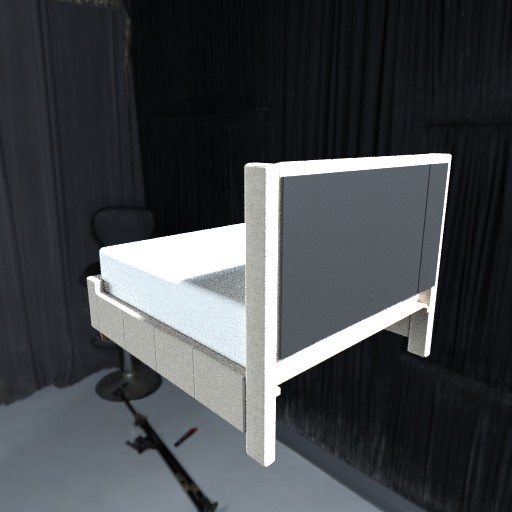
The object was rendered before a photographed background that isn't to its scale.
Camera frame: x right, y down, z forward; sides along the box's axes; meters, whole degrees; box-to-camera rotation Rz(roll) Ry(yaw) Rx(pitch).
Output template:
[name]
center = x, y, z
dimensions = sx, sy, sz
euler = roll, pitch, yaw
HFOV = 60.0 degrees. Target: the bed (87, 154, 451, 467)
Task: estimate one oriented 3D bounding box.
[bed]
center = 0.000, 0.000, 3.843
dimensions = 2.045, 1.743, 2.370
euler = -14, 20, -42
